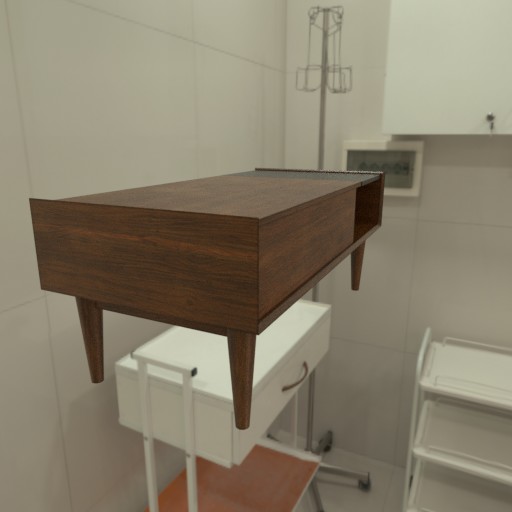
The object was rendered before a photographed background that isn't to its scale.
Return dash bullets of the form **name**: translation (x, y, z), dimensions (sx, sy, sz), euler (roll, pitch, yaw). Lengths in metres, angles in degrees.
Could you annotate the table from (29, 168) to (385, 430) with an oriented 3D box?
- **table**: translation (0.000, 0.000, 1.524), dimensions (0.610, 0.508, 1.221), euler (7, 17, 25)
